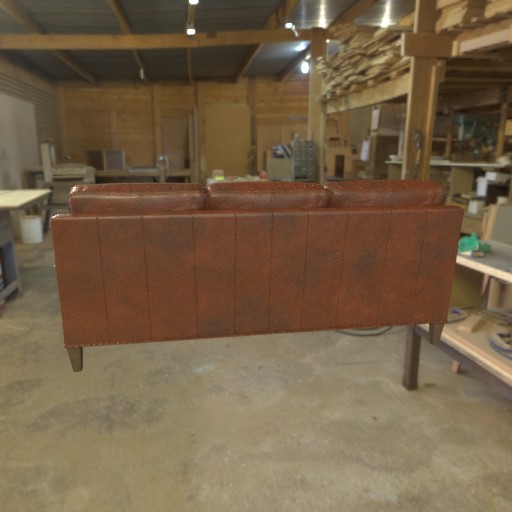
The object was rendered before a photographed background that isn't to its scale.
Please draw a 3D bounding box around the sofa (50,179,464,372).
[{"bbox_3d":[0.000,0.000,2.855,2.240,1.003,1.084,-2,14,-9],"label":"sofa"}]
